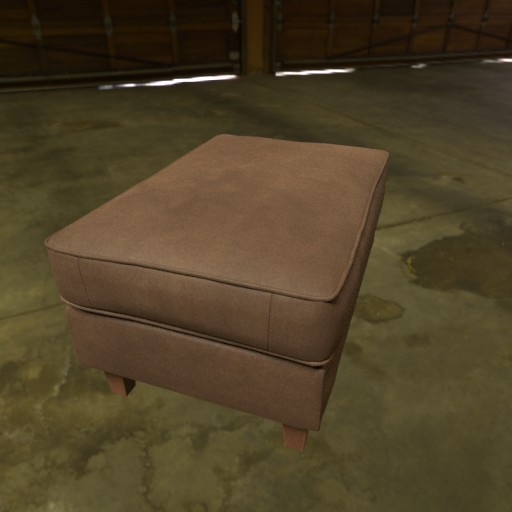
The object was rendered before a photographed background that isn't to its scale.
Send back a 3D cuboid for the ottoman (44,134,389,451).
[{"bbox_3d":[0.000,0.000,1.200,0.596,0.481,0.860,10,32,17],"label":"ottoman"}]
